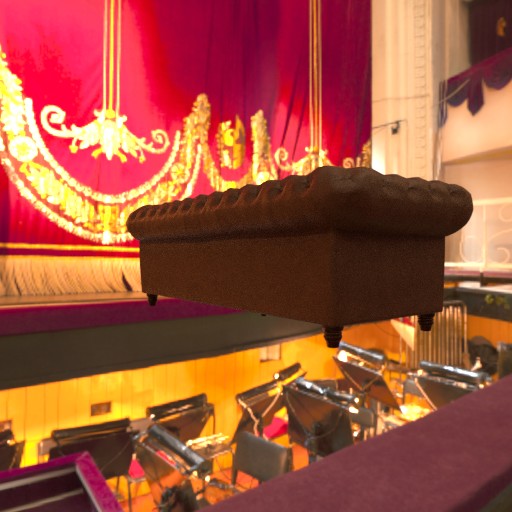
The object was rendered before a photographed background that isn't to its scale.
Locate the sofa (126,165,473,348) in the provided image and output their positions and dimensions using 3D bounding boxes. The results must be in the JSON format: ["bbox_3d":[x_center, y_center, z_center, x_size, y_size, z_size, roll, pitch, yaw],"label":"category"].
[{"bbox_3d":[0.000,0.000,2.852,0.944,0.783,2.385,0,0,-36],"label":"sofa"}]
